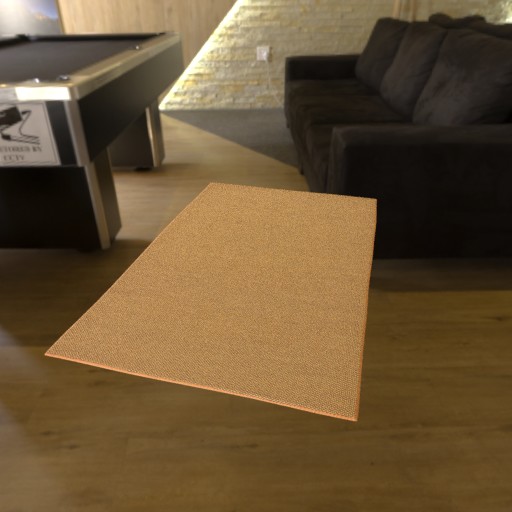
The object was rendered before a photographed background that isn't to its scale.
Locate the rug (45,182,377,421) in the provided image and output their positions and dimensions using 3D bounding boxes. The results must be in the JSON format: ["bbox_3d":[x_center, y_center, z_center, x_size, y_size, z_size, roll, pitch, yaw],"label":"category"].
[{"bbox_3d":[0.000,0.000,2.107,1.078,0.013,1.678,8,32,13],"label":"rug"}]
